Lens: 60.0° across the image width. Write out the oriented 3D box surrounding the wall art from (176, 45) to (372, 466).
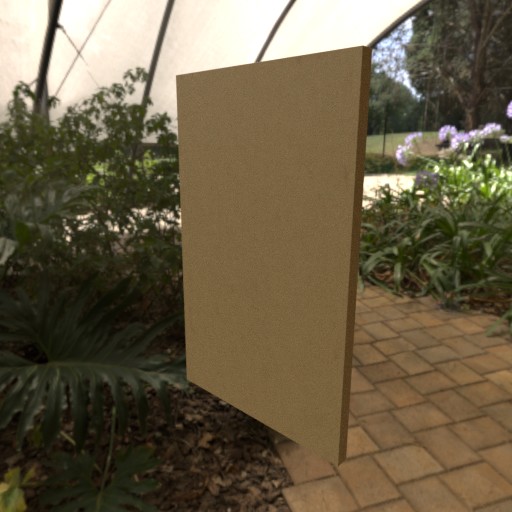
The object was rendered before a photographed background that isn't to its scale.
[{"bbox_3d":[0.000,0.000,1.006,0.510,0.810,0.039,14,20,42],"label":"wall art"}]
